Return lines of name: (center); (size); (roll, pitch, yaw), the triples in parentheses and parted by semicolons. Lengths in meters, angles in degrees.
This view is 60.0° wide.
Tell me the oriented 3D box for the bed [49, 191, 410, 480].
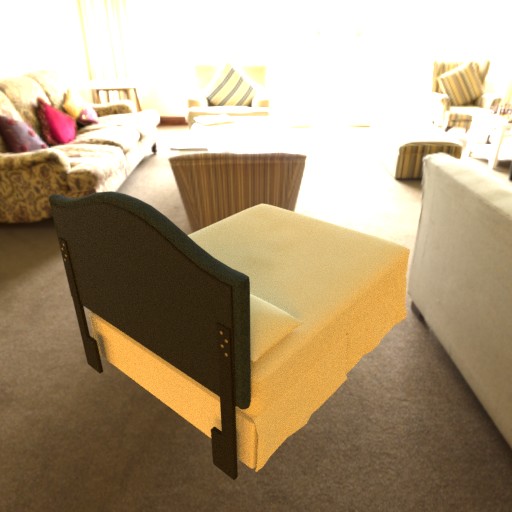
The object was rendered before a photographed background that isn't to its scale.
bed: (0.000, 0.000, 3.312); (1.713, 1.518, 2.153); (22, 35, 34)
